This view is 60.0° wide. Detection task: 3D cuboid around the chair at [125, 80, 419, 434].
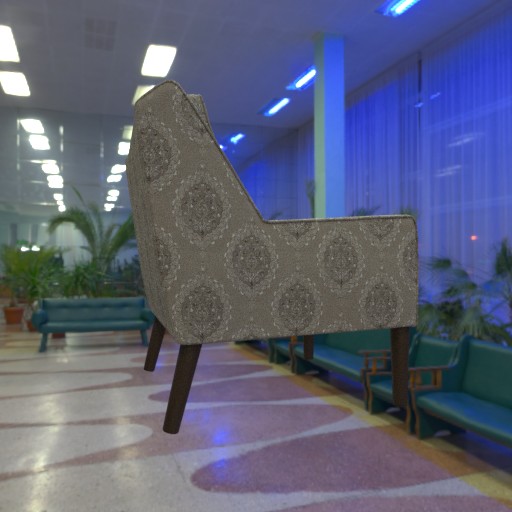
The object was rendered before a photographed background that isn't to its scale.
[{"bbox_3d":[0.000,0.000,1.360,0.750,0.797,0.665,0,0,-18],"label":"chair"}]
